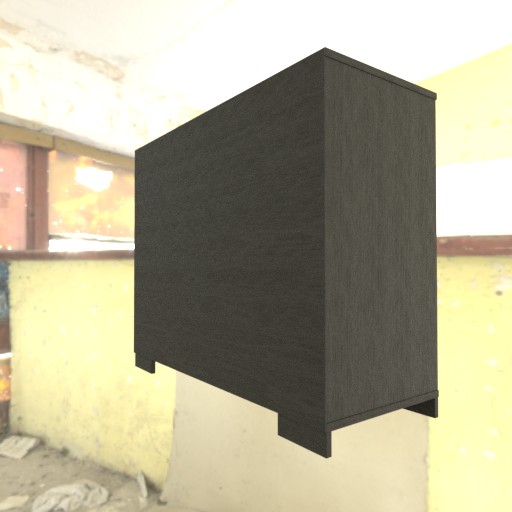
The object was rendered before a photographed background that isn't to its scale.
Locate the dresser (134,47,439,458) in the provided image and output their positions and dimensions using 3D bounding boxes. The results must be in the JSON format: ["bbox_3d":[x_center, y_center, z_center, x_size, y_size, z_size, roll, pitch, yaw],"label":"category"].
[{"bbox_3d":[0.000,0.000,1.393,0.404,0.816,0.994,1,-1,-37],"label":"dresser"}]
